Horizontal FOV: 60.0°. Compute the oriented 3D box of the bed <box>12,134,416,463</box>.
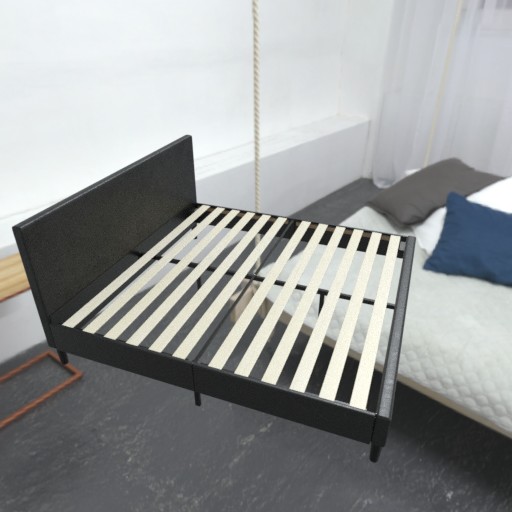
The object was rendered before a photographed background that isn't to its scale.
[{"bbox_3d":[0.000,0.000,3.204,2.152,1.046,2.018,11,32,18],"label":"bed"}]
